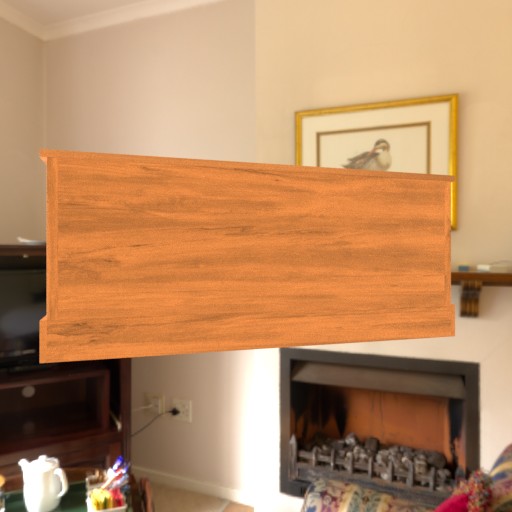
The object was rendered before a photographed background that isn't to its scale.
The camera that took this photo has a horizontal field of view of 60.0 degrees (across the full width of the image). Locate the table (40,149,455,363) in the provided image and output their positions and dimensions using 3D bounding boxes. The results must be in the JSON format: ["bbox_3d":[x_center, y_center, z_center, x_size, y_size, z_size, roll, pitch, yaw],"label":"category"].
[{"bbox_3d":[0.000,0.000,1.422,1.200,0.510,0.400,0,0,-17],"label":"table"}]
